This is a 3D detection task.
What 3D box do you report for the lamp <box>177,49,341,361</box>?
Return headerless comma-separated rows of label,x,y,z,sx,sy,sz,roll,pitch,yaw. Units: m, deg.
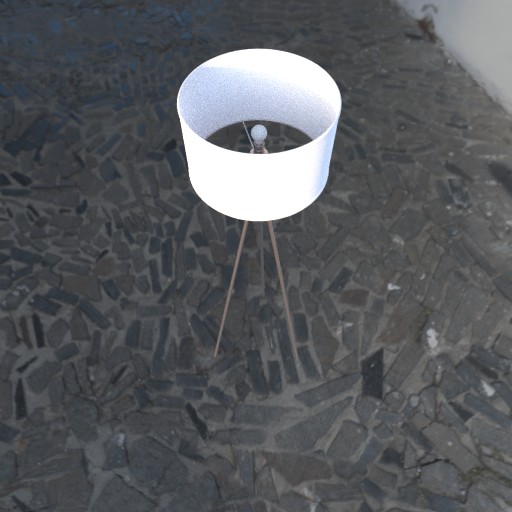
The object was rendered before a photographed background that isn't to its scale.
lamp,0.000,0.000,1.766,0.448,1.545,0.458,-1,57,0
